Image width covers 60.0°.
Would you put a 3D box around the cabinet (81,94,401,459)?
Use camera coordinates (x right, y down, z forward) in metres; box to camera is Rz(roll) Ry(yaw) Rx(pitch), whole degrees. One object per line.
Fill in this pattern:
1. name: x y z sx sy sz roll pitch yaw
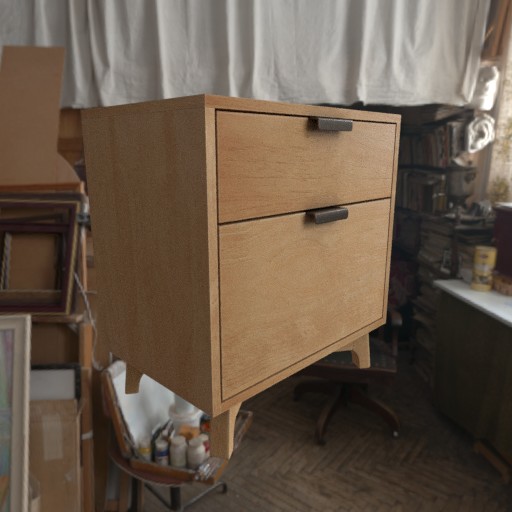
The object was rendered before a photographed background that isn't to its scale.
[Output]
1. cabinet: 0.000 0.000 0.970 0.394 0.599 0.551 13 19 43
